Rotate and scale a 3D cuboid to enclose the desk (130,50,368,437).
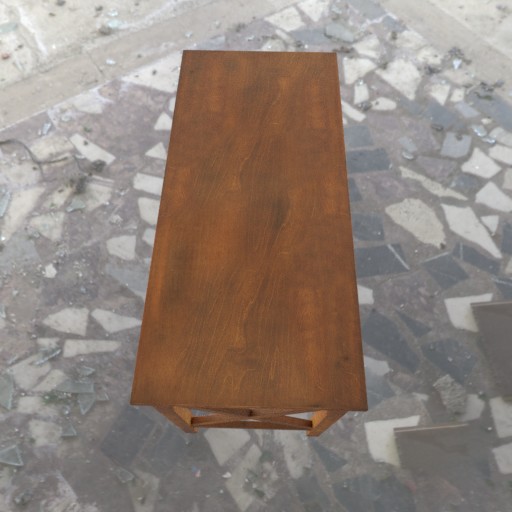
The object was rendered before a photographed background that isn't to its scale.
[{"bbox_3d":[0.000,0.000,1.531,0.508,0.762,1.117,1,62,1],"label":"desk"}]
